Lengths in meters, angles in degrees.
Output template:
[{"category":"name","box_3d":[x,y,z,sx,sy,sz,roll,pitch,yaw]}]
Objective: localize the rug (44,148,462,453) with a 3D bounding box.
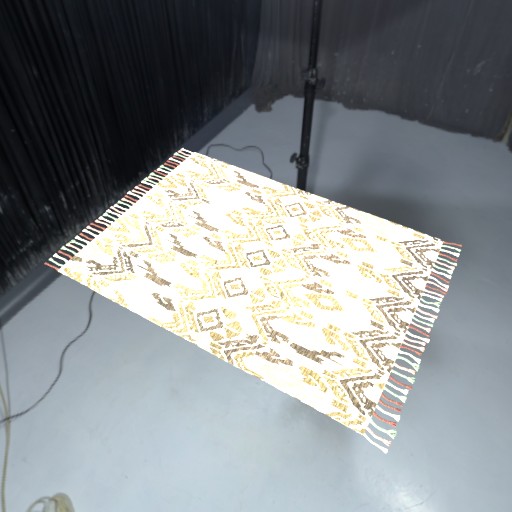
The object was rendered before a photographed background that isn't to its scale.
[{"category":"rug","box_3d":[0.000,0.000,2.288,1.829,0.008,1.219,23,52,20]}]
